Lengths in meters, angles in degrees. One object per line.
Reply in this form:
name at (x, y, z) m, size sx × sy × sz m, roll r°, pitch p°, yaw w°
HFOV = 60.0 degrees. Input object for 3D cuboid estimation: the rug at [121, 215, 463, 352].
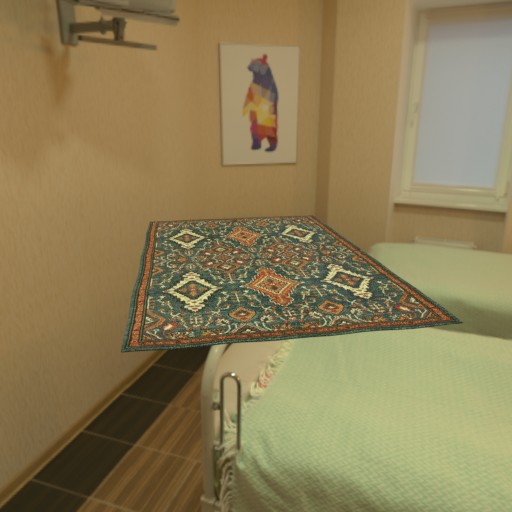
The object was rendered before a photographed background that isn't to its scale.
rug at (0.000, 0.000, 4.283) m, size 2.190 × 0.008 × 3.371 m, roll -3°, pitch 18°, yaw -10°
